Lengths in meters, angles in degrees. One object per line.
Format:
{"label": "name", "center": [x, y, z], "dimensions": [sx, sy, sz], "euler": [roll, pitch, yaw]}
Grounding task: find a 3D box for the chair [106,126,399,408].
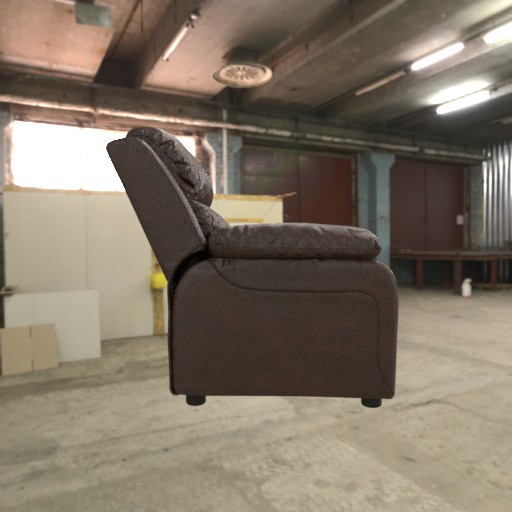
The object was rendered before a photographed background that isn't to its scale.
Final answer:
{"label": "chair", "center": [0.000, 0.000, 1.315], "dimensions": [0.707, 0.702, 0.680], "euler": [0, 2, 0]}
